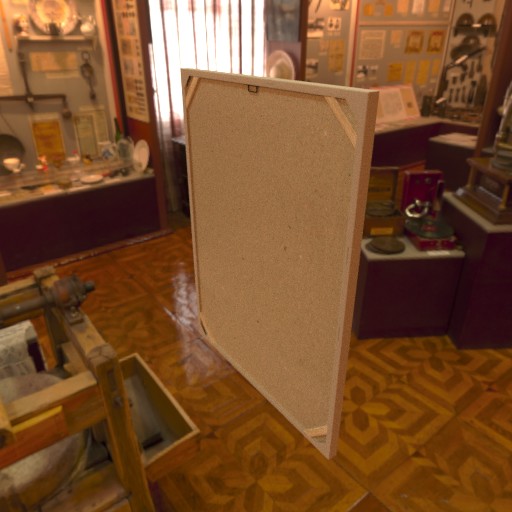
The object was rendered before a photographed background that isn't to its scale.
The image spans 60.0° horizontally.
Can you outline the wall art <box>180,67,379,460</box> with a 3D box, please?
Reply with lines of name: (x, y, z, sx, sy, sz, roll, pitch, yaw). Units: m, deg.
wall art: (0.000, 0.000, 1.610, 0.038, 1.212, 0.914, -18, 32, -32)
